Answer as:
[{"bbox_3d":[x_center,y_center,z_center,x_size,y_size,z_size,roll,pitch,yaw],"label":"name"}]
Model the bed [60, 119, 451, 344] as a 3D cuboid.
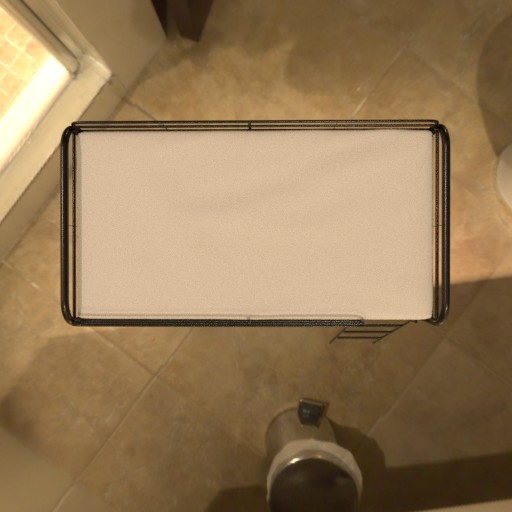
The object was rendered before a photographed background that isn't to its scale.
[{"bbox_3d":[0.000,0.000,2.861,1.968,1.289,1.393,0,90,1],"label":"bed"}]
